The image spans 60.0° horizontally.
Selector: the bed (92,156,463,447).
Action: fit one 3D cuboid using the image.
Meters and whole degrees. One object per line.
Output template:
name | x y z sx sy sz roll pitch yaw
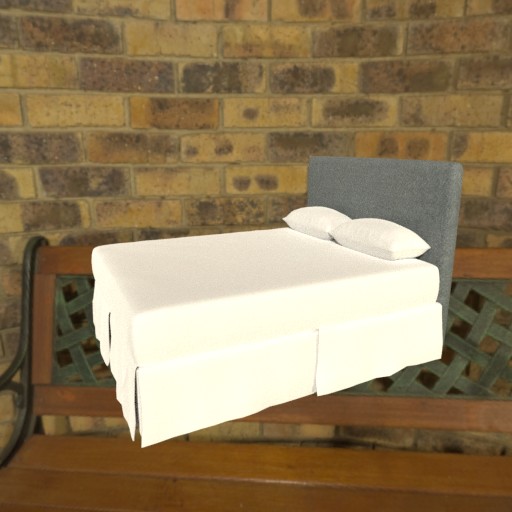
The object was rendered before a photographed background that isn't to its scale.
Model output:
bed | 0.000 0.000 3.140 2.142 1.330 1.723 -7 16 -25
